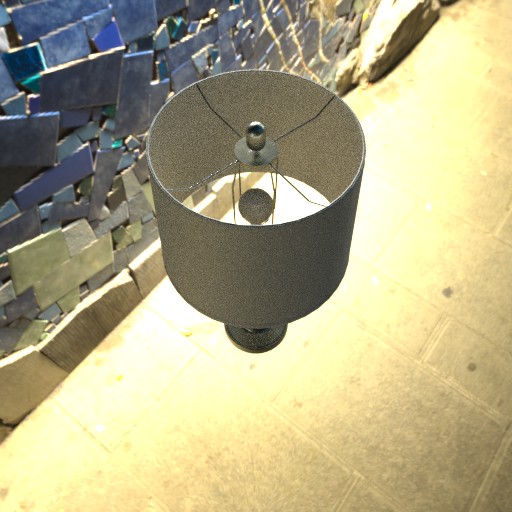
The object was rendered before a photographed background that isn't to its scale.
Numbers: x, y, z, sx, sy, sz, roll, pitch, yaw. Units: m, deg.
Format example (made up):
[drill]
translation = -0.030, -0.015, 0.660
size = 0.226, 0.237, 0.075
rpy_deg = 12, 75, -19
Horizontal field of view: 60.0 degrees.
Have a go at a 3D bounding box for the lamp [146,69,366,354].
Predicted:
[lamp]
translation = 0.000, 0.000, 0.960
size = 0.383, 0.733, 0.383
rpy_deg = 0, 58, 0
